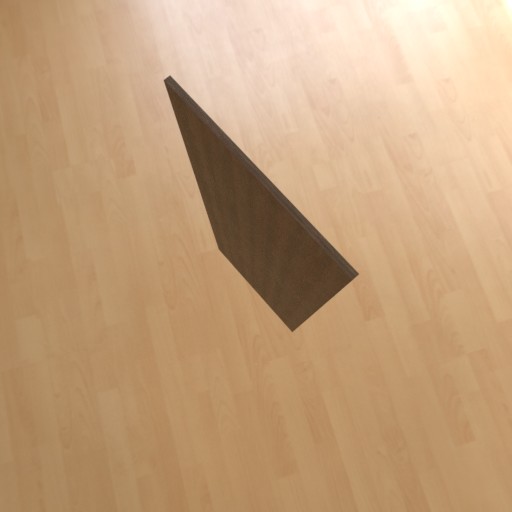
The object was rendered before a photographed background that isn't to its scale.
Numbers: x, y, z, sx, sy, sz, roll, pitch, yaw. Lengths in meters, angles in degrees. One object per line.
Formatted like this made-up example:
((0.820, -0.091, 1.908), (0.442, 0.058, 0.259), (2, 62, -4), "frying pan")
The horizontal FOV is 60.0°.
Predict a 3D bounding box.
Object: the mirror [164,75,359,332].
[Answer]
((0.000, 0.000, 2.248), (0.025, 2.032, 0.812), (-41, 80, -9), "mirror")
